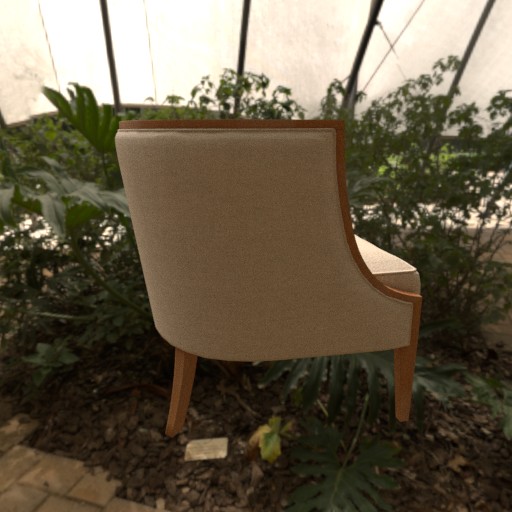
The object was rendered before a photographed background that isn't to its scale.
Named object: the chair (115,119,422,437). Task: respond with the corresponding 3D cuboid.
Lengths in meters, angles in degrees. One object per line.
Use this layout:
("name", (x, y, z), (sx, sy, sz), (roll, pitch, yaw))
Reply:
("chair", (0.000, 0.000, 1.346), (0.757, 0.775, 0.711), (-3, 16, -10))
